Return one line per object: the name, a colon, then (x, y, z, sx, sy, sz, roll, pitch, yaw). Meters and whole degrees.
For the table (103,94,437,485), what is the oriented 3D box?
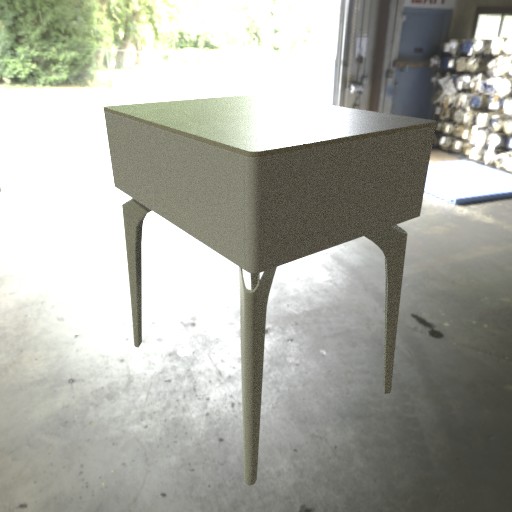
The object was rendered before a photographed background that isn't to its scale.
table: (0.000, 0.000, 0.918, 0.400, 0.570, 0.500, -18, 31, -33)
